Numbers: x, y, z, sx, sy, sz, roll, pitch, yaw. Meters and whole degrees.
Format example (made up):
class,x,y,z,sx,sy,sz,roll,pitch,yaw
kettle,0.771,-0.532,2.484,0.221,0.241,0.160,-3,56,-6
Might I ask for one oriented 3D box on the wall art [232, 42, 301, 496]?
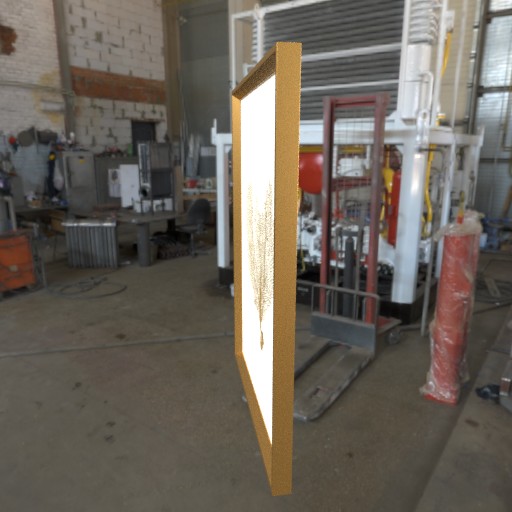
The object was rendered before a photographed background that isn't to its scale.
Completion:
class,x,y,z,sx,sy,sz,roll,pitch,yaw
wall art,0.000,0.000,1.058,0.038,0.812,0.610,-2,14,-9
